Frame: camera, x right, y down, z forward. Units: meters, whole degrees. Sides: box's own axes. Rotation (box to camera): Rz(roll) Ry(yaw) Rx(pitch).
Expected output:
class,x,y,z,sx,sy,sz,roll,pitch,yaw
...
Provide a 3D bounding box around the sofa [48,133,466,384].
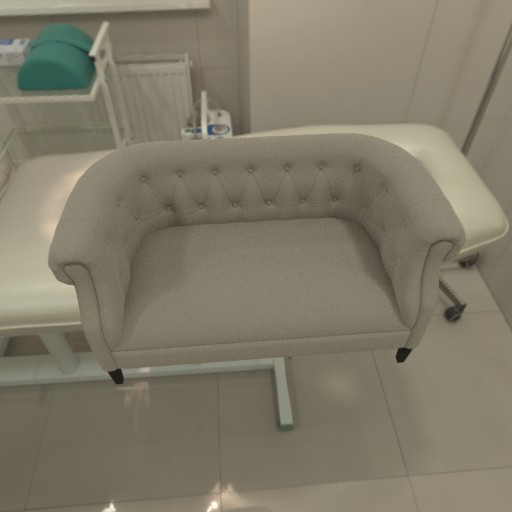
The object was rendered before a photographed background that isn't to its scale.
class,x,y,z,sx,sy,sz,roll,pitch,yaw
sofa,0.000,0.000,2.060,1.558,0.827,0.835,-4,48,-3
